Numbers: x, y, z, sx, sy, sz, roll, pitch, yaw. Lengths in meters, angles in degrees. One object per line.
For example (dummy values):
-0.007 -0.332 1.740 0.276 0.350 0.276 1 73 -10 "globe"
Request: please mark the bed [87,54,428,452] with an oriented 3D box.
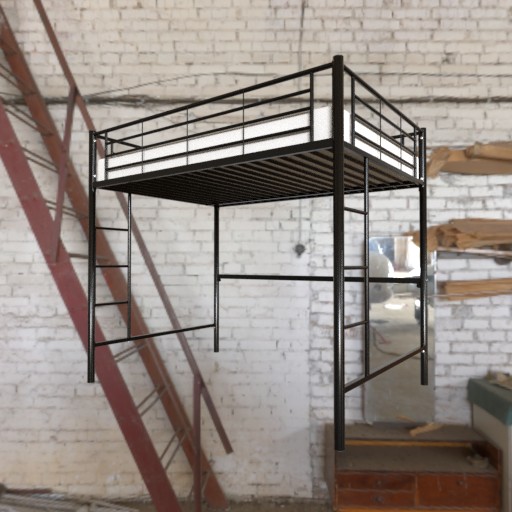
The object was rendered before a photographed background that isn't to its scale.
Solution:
0.000 0.000 3.150 1.994 1.803 1.397 -1 -1 36 "bed"
